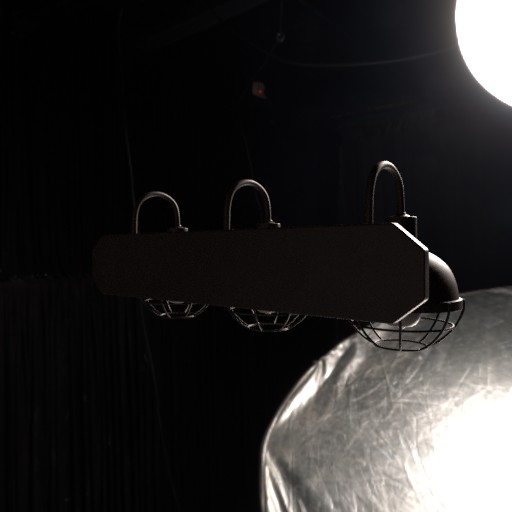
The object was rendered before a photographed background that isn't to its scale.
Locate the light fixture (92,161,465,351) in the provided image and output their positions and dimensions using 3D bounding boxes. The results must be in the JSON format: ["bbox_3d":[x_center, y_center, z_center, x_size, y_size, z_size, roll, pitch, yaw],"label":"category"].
[{"bbox_3d":[0.000,0.000,0.752,0.634,0.254,0.229,0,1,39],"label":"light fixture"}]
